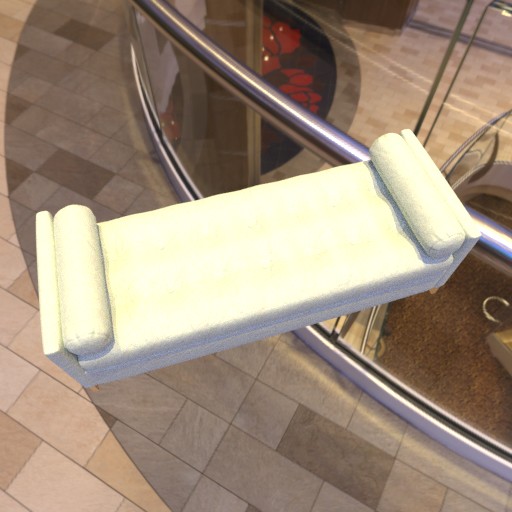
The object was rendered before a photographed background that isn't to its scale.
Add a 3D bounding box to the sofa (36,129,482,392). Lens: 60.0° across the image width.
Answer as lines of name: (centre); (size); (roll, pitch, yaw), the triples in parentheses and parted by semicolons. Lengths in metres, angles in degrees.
sofa: (0.000, 0.000, 2.432); (2.102, 0.705, 0.796); (-15, 60, -9)
